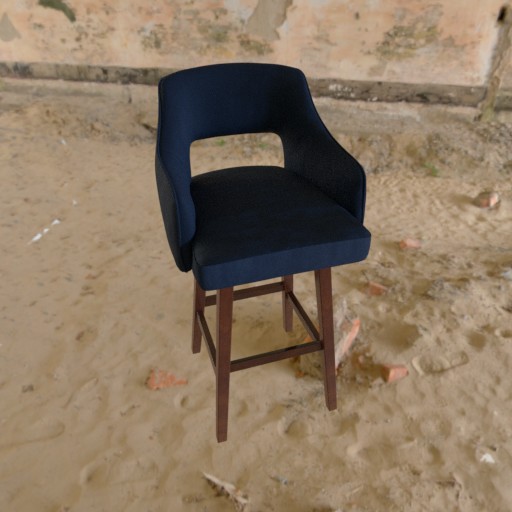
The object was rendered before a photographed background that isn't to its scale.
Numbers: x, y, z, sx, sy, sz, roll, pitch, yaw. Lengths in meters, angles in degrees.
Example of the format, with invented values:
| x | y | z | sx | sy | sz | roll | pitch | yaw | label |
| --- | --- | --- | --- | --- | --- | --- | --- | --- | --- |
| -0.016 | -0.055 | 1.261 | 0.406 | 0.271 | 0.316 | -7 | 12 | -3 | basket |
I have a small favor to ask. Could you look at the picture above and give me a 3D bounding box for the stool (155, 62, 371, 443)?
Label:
| x | y | z | sx | sy | sz | roll | pitch | yaw | label |
| --- | --- | --- | --- | --- | --- | --- | --- | --- | --- |
| 0.000 | 0.000 | 1.395 | 0.550 | 1.041 | 0.560 | -10 | 35 | -15 | stool |
